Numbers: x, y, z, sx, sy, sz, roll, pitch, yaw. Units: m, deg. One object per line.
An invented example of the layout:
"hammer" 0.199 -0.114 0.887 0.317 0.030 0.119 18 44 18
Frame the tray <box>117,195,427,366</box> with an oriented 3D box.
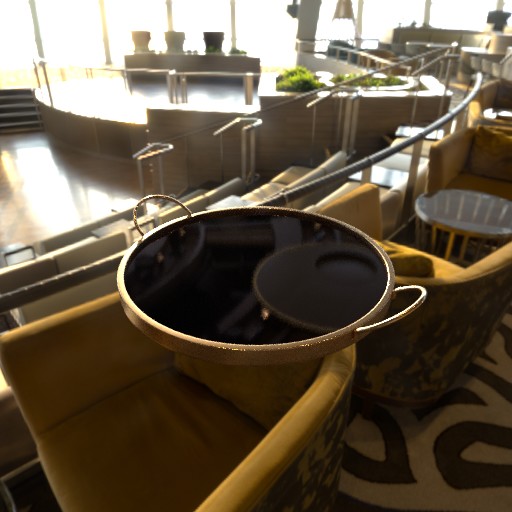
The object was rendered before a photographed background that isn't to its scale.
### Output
"tray" 0.000 0.000 0.721 0.543 0.069 0.438 22 36 33
